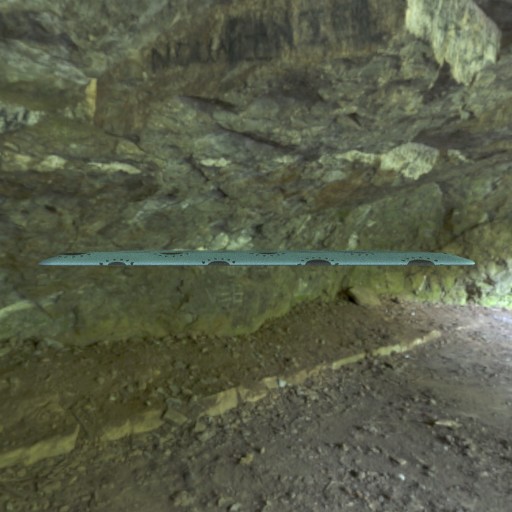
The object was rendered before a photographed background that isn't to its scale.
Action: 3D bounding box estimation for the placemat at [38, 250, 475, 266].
[{"bbox_3d":[0.000,0.000,0.997,0.762,0.021,0.508,0,1,-1],"label":"placemat"}]
